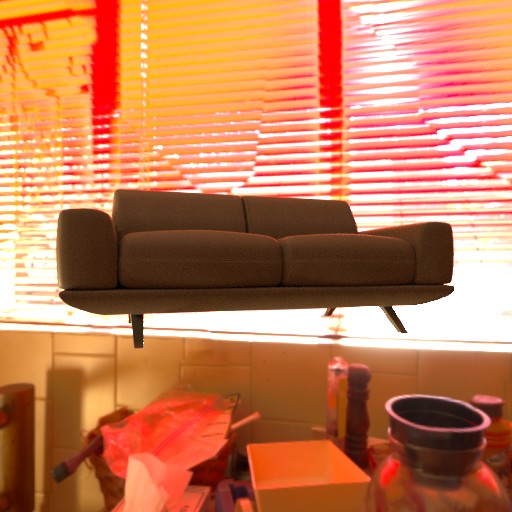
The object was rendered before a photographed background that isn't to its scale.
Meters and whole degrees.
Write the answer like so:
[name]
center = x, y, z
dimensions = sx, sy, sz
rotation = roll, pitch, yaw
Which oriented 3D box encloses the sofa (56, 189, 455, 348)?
[sofa]
center = 0.000, 0.000, 2.399
dimensions = 1.901, 0.772, 0.900
rotation = 0, -1, -18
